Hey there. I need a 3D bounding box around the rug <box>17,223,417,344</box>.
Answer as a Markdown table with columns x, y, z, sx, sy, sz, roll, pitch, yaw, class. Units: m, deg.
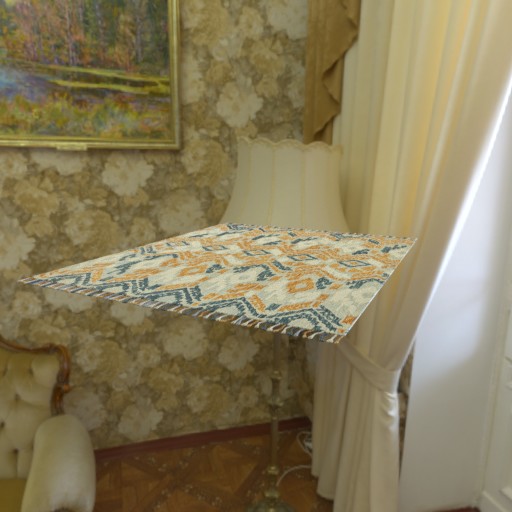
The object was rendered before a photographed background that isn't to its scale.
| x | y | z | sx | sy | sz | roll | pitch | yaw | class |
| --- | --- | --- | --- | --- | --- | --- | --- | --- | --- |
| 0.000 | 0.000 | 4.064 | 2.439 | 0.010 | 3.048 | 7 | 15 | 26 | rug |
